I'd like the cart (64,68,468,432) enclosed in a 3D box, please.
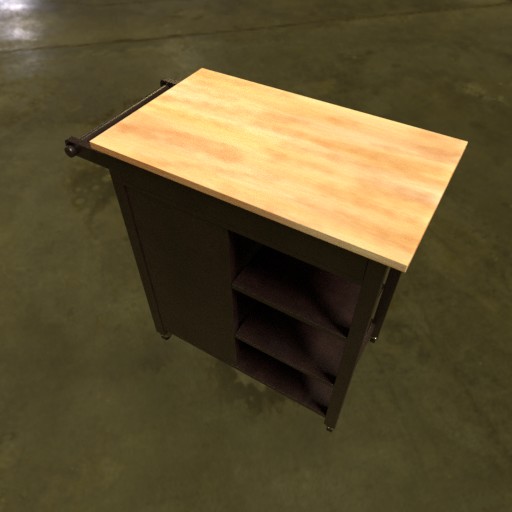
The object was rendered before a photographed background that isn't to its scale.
[{"bbox_3d":[0.000,0.000,1.415,0.914,0.878,0.472,24,51,20],"label":"cart"}]
